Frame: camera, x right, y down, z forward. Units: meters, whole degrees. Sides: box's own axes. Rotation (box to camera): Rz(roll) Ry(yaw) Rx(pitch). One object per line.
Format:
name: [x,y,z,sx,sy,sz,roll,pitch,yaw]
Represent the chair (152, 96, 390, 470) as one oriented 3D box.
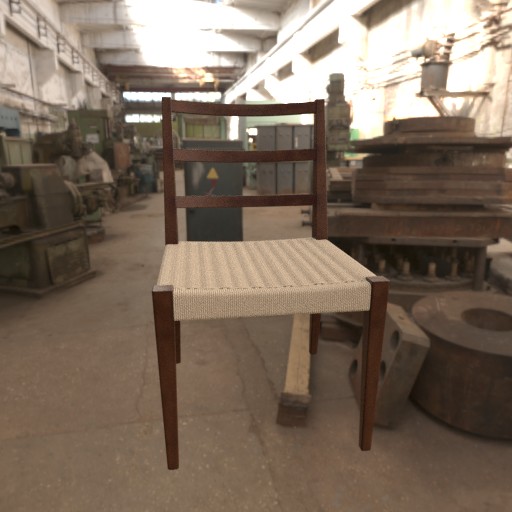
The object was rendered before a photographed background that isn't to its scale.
chair: [0.000,0.000,1.143,0.480,0.813,0.551,-2,14,-8]
